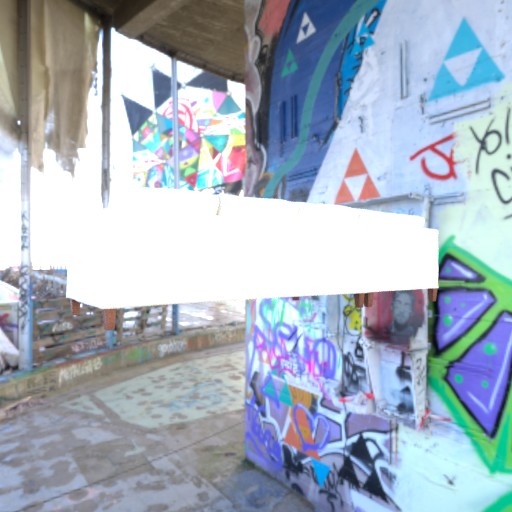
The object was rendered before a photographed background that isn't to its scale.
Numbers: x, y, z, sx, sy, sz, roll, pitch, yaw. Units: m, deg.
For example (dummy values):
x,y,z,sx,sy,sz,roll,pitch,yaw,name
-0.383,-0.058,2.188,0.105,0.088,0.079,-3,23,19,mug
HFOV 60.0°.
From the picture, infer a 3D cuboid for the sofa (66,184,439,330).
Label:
x,y,z,sx,sy,sz,roll,pitch,yaw,name
0.000,0.000,4.014,3.186,0.861,1.625,0,-1,-35,sofa
